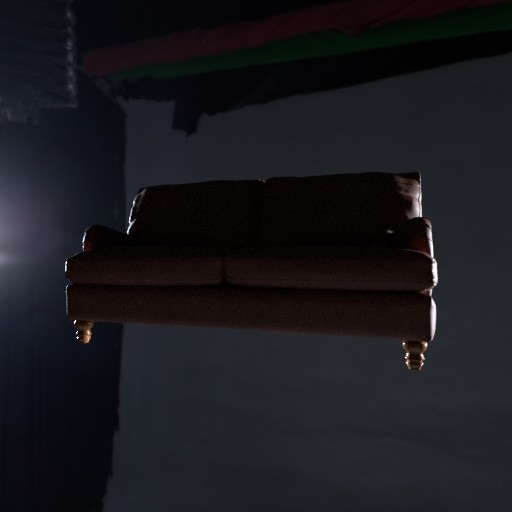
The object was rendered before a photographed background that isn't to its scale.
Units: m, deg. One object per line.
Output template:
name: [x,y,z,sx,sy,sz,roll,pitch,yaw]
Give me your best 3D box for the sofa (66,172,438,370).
sofa: [0.000,0.000,2.895,2.144,1.071,1.147,0,1,19]
